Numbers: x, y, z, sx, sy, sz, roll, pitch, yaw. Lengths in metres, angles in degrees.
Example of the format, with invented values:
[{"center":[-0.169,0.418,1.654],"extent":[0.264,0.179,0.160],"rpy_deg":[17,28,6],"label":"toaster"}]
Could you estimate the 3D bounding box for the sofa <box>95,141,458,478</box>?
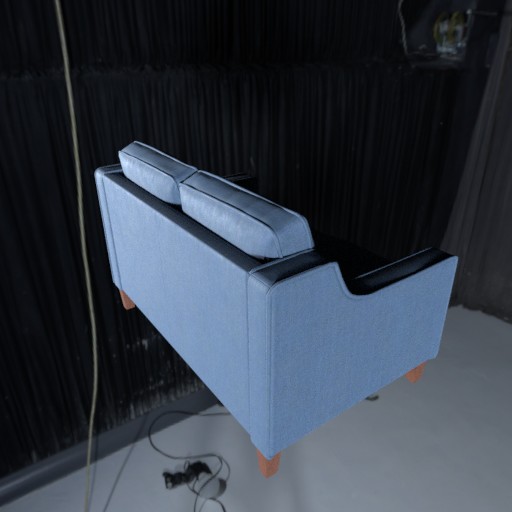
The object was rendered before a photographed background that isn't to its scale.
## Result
[{"center":[0.000,0.000,2.146],"extent":[0.987,0.971,1.501],"rpy_deg":[-18,31,-32],"label":"sofa"}]
